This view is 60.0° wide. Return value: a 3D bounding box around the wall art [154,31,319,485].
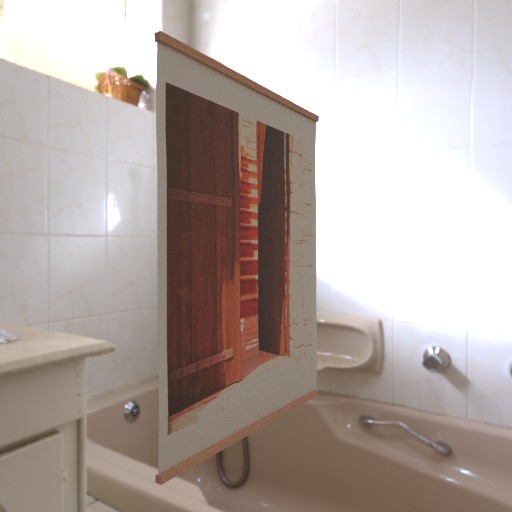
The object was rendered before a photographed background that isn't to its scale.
[{"bbox_3d":[0.000,0.000,1.296,0.020,1.013,0.758,0,1,35],"label":"wall art"}]
